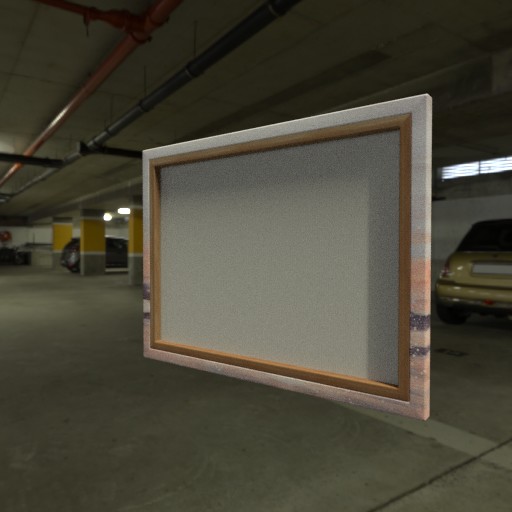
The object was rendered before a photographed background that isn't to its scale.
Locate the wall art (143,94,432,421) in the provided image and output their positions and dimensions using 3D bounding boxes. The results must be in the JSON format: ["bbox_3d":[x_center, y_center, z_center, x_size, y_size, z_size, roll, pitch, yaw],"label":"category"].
[{"bbox_3d":[0.000,0.000,1.346,1.015,0.763,0.038,1,1,37],"label":"wall art"}]
